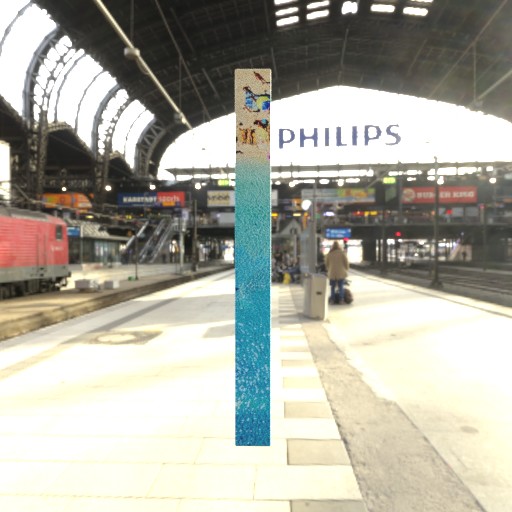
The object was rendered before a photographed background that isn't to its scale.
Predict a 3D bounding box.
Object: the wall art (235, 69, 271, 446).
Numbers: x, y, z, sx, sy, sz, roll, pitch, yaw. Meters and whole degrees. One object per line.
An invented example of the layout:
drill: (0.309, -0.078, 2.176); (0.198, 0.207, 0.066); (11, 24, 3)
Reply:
wall art: (0.000, 0.000, 1.144); (0.057, 0.595, 0.894); (0, 0, 1)
